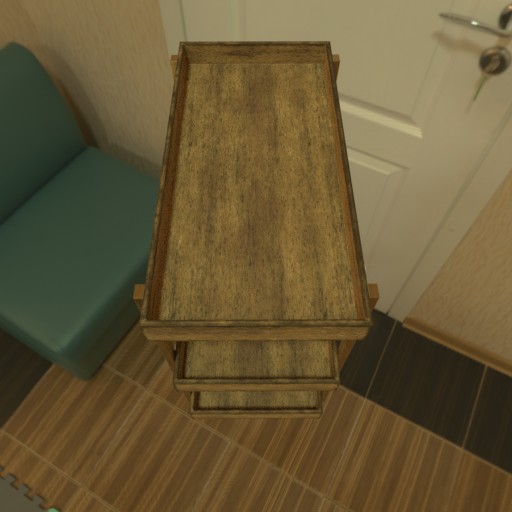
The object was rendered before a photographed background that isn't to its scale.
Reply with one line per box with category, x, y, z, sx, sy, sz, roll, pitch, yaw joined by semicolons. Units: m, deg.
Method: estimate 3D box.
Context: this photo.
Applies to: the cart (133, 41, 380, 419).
cart;0.000;0.000;1.234;0.416;0.799;0.750;0;58;0
